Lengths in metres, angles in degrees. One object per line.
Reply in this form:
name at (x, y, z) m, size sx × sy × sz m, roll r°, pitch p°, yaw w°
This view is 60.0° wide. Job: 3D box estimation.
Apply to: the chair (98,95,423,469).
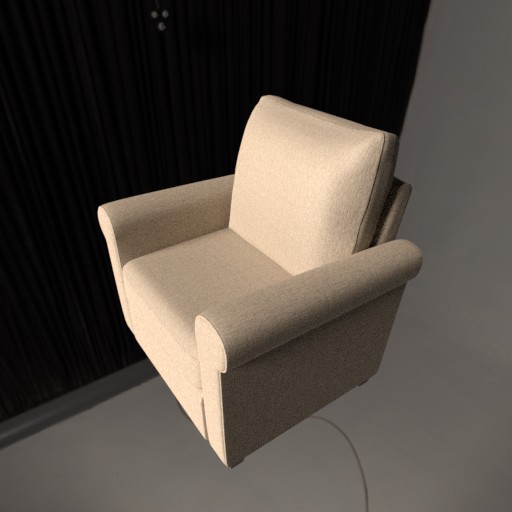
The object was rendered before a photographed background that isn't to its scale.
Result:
chair at (0.000, 0.000, 2.255) m, size 1.180 × 1.349 × 1.275 m, roll -21°, pitch 38°, yaw -29°
